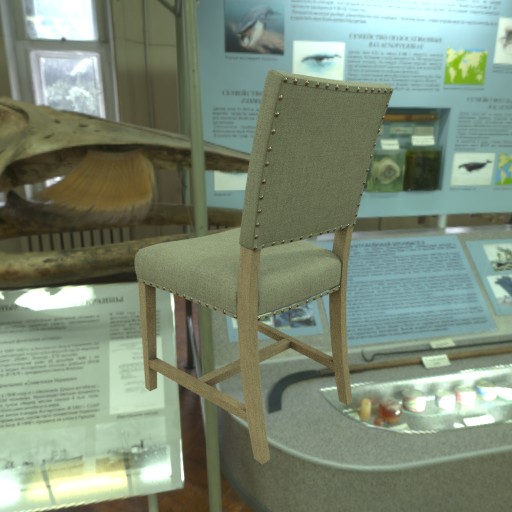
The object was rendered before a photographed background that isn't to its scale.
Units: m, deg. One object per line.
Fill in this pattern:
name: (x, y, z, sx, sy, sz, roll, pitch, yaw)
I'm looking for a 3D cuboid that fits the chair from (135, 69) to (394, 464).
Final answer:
chair: (0.000, 0.000, 1.367, 0.508, 0.986, 0.622, -15, 22, -41)
